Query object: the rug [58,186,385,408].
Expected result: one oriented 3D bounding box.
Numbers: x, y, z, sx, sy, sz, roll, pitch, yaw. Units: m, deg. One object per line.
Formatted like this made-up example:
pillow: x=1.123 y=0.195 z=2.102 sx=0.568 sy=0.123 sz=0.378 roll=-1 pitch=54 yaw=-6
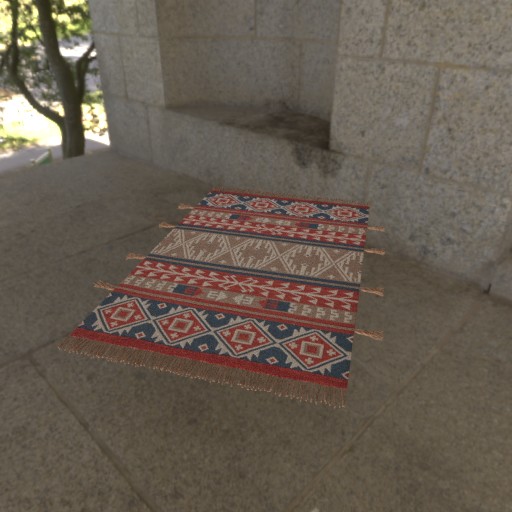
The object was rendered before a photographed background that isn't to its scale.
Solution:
rug: x=0.000 y=0.000 z=3.140 sx=1.778 sy=0.048 sz=2.450 roll=8 pitch=31 yaw=13
